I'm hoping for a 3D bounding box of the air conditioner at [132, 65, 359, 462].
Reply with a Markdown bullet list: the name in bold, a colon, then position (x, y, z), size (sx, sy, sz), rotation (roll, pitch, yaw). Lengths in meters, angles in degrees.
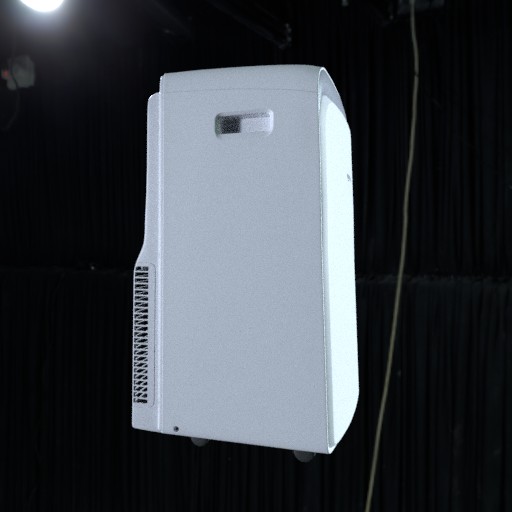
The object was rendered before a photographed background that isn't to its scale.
- **air conditioner**: position (0.000, 0.000, 1.050), size (0.467, 0.765, 0.478), rotation (0, 1, 18)
